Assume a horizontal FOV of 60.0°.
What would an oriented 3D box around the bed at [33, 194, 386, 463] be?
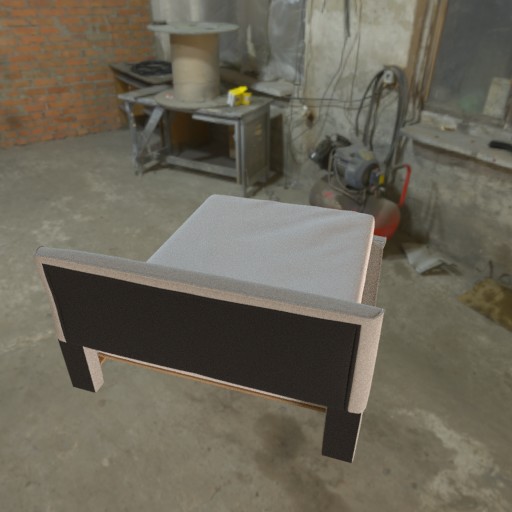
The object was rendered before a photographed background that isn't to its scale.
[{"bbox_3d":[0.000,0.000,3.534,1.980,1.126,2.498,9,33,15],"label":"bed"}]
